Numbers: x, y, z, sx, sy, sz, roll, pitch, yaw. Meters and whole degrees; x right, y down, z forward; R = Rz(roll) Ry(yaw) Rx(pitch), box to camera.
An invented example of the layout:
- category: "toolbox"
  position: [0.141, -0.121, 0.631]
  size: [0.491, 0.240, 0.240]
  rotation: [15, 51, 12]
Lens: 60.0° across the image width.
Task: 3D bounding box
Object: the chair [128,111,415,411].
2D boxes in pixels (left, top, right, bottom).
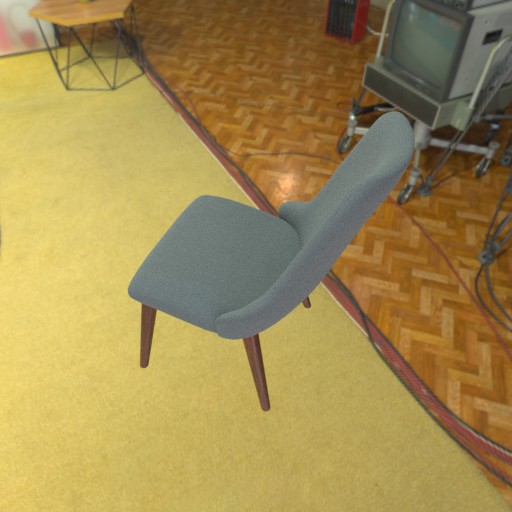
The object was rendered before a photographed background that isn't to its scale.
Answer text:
- category: "chair"
  position: [0.000, 0.000, 1.341]
  size: [0.707, 0.918, 0.535]
  rotation: [17, 49, 16]
